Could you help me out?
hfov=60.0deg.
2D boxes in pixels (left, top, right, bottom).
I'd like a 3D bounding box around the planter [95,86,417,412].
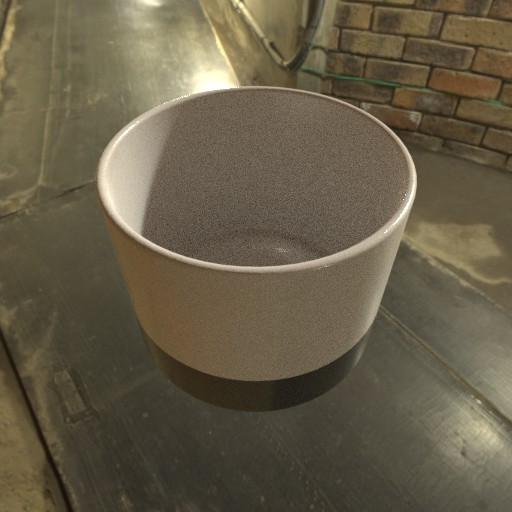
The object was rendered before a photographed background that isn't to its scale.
[{"bbox_3d":[0.000,0.000,0.336,0.193,0.177,0.193,0,46,0],"label":"planter"}]
